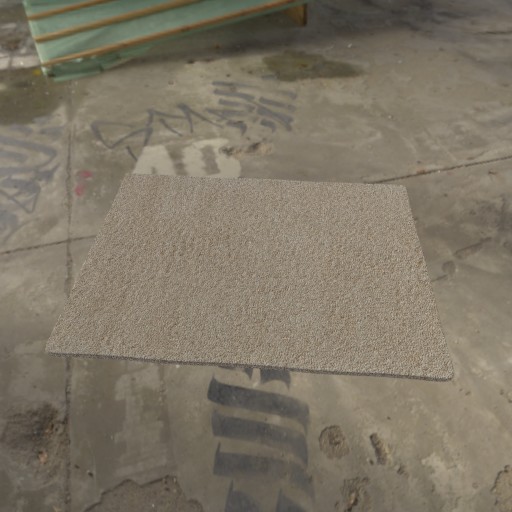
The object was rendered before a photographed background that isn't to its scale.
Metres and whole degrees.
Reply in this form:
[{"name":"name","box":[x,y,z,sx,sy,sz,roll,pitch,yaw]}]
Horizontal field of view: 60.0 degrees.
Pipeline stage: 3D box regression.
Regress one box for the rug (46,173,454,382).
[{"name":"rug","box":[0.000,0.000,2.125,1.600,0.027,1.200,3,46,3]}]
